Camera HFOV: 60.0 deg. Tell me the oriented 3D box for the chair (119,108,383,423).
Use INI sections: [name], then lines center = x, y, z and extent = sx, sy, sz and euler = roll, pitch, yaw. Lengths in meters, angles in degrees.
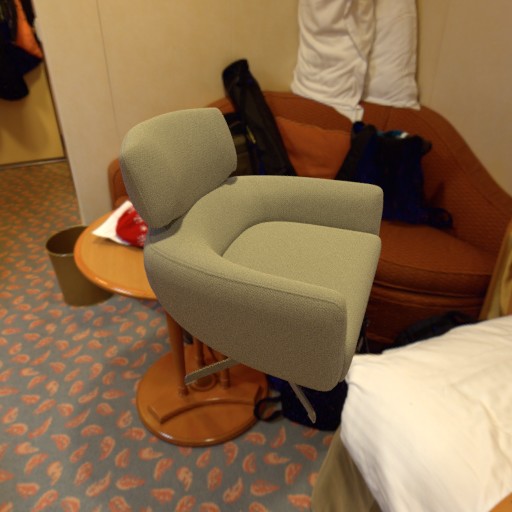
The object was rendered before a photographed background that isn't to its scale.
[chair]
center = 0.000, 0.000, 1.416
extent = 0.730, 0.810, 0.760
euler = 11, 32, 18
